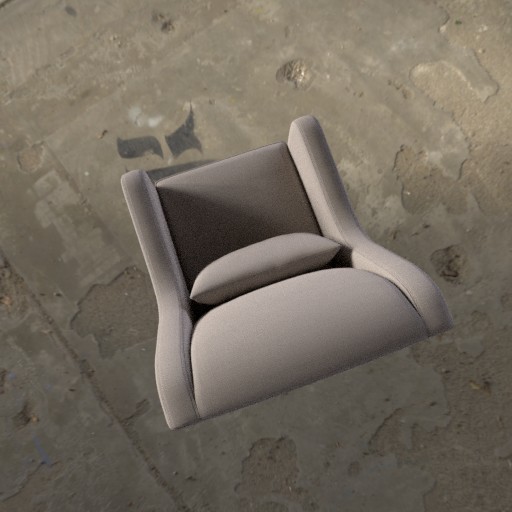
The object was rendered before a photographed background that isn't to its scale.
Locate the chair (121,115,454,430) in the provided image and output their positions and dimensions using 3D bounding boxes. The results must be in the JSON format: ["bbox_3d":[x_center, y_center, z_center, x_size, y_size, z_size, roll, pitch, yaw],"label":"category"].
[{"bbox_3d":[0.000,0.000,1.564,0.715,1.010,0.863,-19,77,-4],"label":"chair"}]
